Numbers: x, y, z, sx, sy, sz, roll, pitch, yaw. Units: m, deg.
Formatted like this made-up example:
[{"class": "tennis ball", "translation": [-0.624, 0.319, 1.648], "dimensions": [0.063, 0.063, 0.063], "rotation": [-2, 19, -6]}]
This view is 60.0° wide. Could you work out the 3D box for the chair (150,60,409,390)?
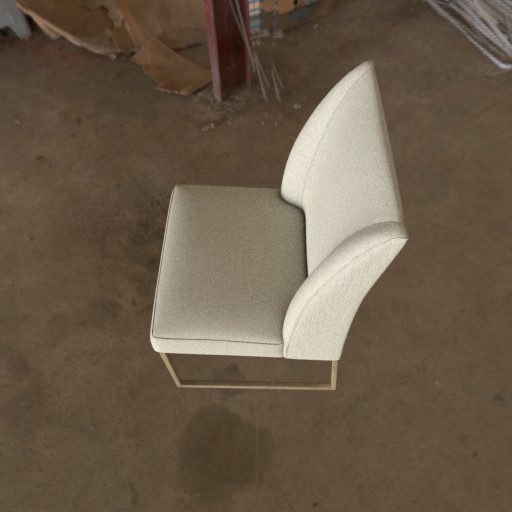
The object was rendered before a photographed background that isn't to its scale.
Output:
[{"class": "chair", "translation": [0.000, 0.000, 1.193], "dimensions": [0.522, 0.863, 0.508], "rotation": [1, 58, 1]}]
